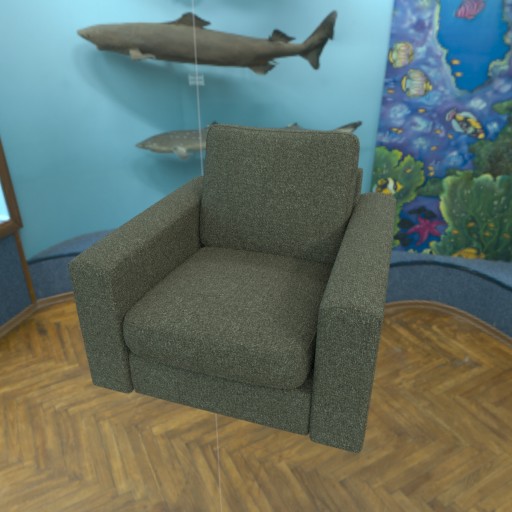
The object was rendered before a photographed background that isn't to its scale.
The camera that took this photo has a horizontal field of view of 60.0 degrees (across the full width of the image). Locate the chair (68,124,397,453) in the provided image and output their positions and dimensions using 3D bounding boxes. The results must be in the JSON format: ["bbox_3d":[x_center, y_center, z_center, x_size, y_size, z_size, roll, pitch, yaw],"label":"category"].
[{"bbox_3d":[0.000,0.000,1.746,1.005,0.873,1.016,8,28,16],"label":"chair"}]
